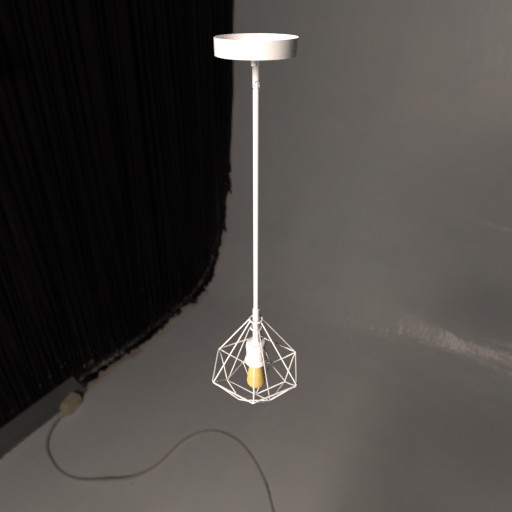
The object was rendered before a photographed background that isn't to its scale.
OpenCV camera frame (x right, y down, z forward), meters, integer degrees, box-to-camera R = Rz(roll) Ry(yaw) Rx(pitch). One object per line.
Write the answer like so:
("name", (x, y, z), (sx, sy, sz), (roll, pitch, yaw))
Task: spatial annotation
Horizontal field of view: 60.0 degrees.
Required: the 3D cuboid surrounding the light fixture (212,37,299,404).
("light fixture", (0.000, 0.000, 1.984), (0.487, 1.764, 0.431), (18, 35, 28))
